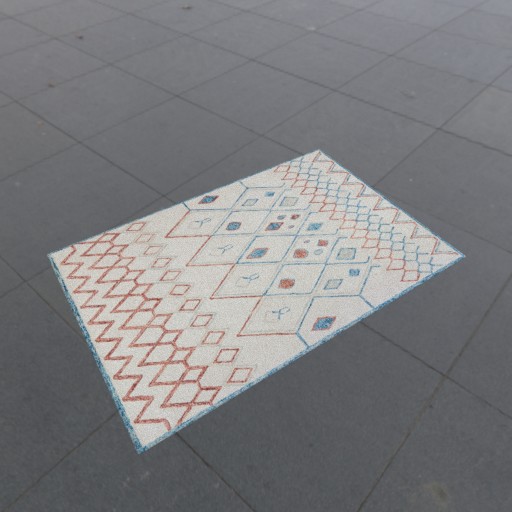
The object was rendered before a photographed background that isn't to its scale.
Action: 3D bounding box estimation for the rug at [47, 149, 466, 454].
[{"bbox_3d":[0.000,0.000,2.324,1.829,0.016,1.219,-25,51,-22],"label":"rug"}]
